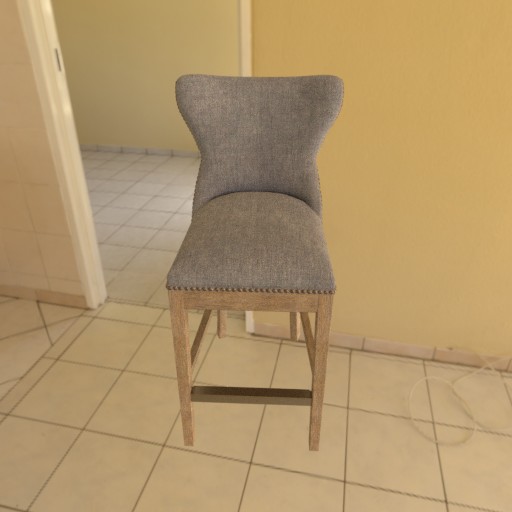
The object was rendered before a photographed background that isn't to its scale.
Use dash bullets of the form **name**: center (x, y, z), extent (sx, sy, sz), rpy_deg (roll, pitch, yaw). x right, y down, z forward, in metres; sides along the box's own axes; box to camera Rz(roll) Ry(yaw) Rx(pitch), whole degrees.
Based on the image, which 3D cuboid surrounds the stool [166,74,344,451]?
- **stool**: center (0.000, 0.000, 1.350), extent (0.498, 0.981, 0.608), rpy_deg (1, 29, 2)
